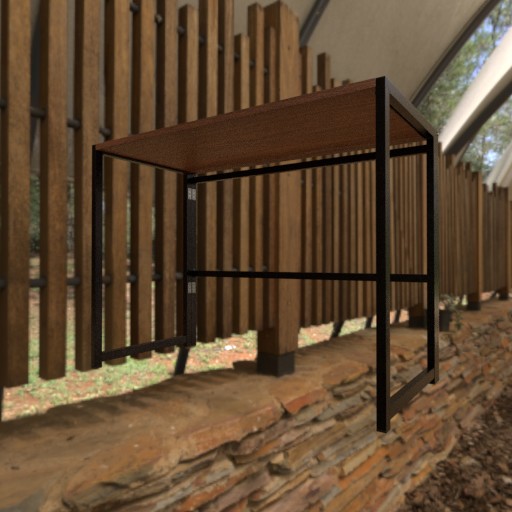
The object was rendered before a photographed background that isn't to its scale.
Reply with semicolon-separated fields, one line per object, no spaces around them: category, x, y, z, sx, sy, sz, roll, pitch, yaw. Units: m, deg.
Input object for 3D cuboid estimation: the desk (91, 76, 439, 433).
desk;0.000;0.000;1.435;1.016;0.762;0.508;0;-1;34
